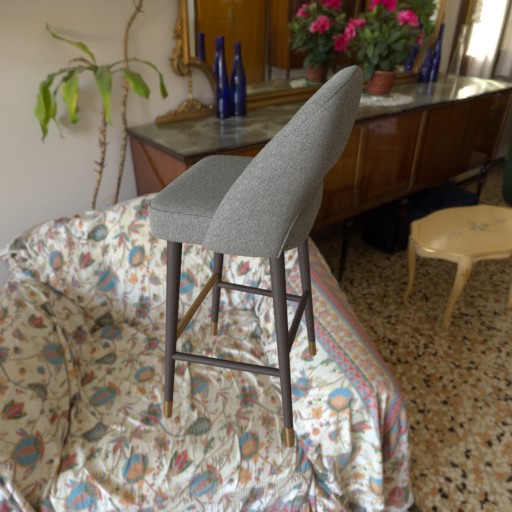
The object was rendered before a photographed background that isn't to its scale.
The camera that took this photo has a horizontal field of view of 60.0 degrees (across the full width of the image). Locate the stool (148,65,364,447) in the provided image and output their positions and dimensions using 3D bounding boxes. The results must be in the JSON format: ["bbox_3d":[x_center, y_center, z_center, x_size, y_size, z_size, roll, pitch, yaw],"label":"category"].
[{"bbox_3d":[0.000,0.000,1.361,0.524,1.089,0.536,8,31,14],"label":"stool"}]
